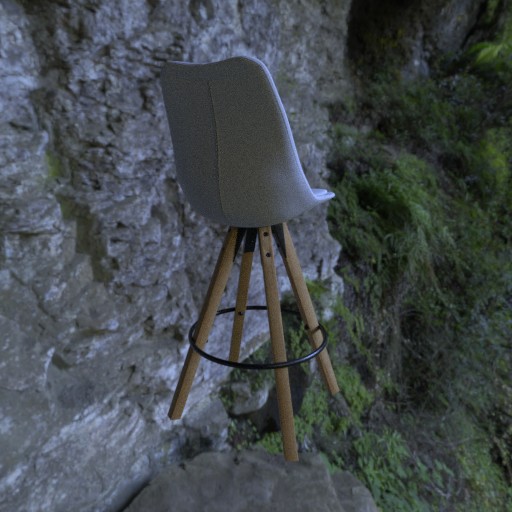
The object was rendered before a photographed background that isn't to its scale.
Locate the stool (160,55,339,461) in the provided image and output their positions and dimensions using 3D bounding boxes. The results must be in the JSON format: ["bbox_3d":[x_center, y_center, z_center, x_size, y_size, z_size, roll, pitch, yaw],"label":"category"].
[{"bbox_3d":[0.000,0.000,1.437,0.484,1.115,0.550,8,18,26],"label":"stool"}]
